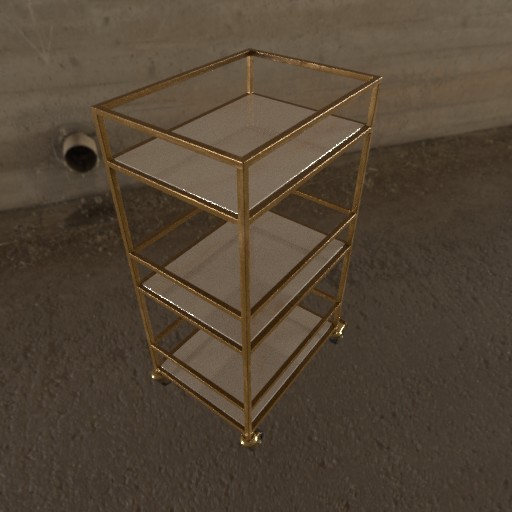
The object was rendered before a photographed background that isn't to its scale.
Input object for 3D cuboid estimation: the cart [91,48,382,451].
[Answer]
[{"bbox_3d":[0.000,0.000,1.006,0.332,0.761,0.483,26,46,28],"label":"cart"}]
